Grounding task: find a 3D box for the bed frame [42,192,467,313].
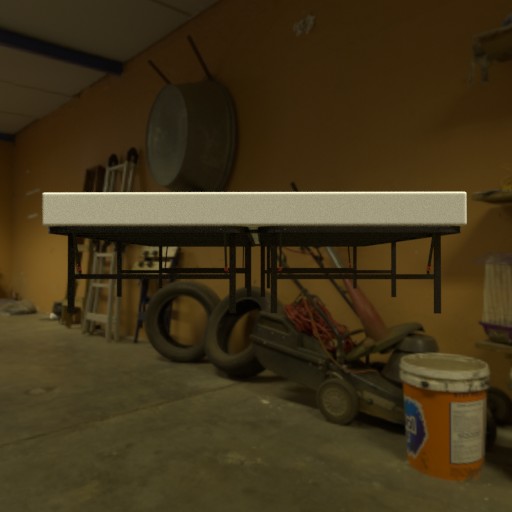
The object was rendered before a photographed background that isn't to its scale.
[{"bbox_3d":[0.000,0.000,3.024,1.930,0.559,2.032,0,-1,1],"label":"bed frame"}]
